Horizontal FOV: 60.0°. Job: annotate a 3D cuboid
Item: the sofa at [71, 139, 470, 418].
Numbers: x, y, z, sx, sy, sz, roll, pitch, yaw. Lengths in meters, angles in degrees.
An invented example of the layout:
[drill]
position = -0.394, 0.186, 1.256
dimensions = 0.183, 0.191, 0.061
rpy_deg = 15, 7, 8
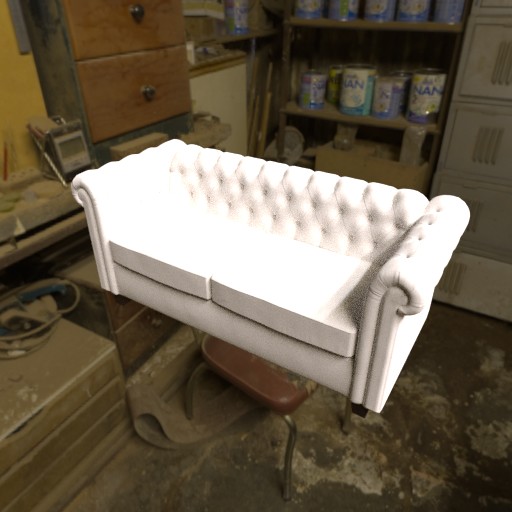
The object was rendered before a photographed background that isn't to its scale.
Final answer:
[sofa]
position = 0.000, 0.000, 2.287
dimensions = 1.798, 0.796, 0.771
rpy_deg = 18, 35, 27
